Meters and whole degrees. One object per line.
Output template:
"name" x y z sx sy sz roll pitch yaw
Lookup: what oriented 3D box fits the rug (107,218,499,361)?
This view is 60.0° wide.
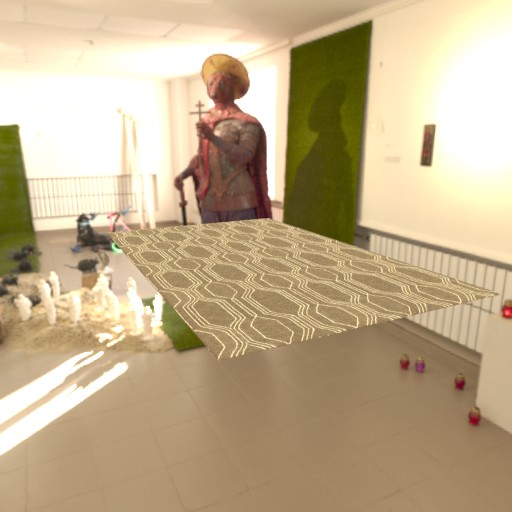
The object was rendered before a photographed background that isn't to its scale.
"rug" 0.000 0.000 2.972 1.541 0.012 2.457 -7 17 -26
